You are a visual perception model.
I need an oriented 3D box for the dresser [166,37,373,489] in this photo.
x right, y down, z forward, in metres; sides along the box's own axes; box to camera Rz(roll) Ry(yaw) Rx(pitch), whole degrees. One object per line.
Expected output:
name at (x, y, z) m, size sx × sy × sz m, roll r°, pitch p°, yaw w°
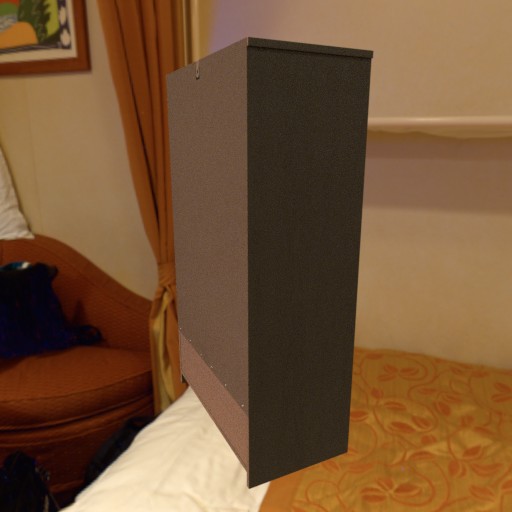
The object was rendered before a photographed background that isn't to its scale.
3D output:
dresser at (0.000, 0.000, 1.569) m, size 0.399 × 1.255 × 0.704 m, roll -7°, pitch 16°, yaw -25°
